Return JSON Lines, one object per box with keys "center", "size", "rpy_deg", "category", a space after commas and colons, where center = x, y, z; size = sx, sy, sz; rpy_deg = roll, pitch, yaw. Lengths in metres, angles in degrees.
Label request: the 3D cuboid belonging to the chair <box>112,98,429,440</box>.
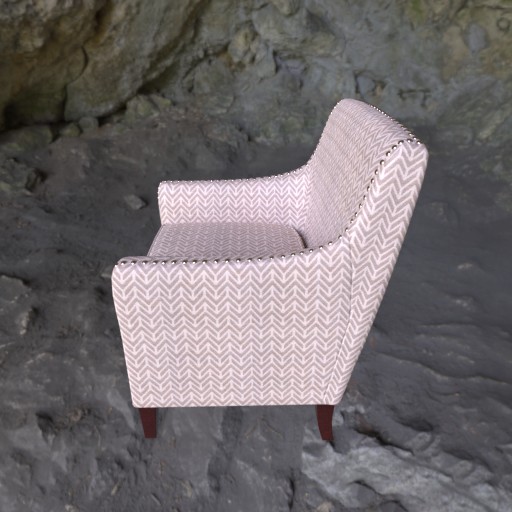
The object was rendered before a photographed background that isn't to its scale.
{"center": [0.000, 0.000, 1.276], "size": [0.651, 0.816, 0.623], "rpy_deg": [-1, 27, -1], "category": "chair"}
